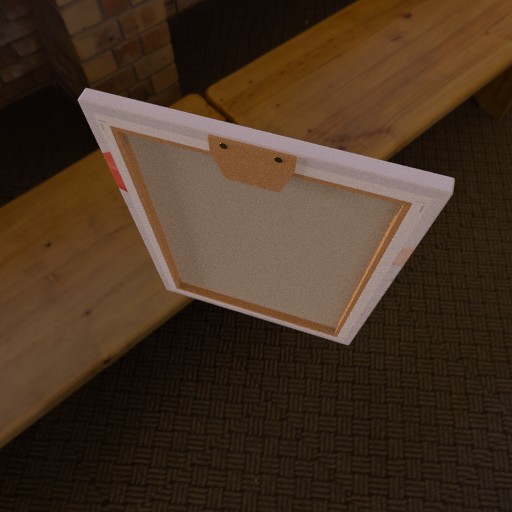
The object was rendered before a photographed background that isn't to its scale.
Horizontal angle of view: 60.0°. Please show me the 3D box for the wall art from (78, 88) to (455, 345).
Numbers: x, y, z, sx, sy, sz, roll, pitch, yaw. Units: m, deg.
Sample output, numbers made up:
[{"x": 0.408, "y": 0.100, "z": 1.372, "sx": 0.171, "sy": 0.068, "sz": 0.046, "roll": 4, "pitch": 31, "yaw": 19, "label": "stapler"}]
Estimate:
[{"x": 0.000, "y": 0.000, "z": 1.313, "sx": 0.759, "sy": 1.014, "sz": 0.045, "roll": 16, "pitch": 64, "yaw": 8, "label": "wall art"}]
